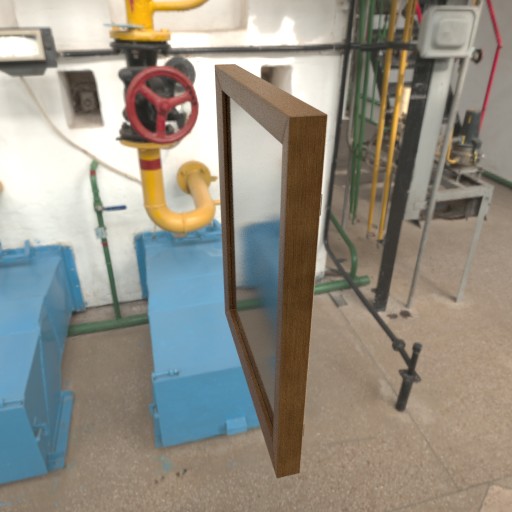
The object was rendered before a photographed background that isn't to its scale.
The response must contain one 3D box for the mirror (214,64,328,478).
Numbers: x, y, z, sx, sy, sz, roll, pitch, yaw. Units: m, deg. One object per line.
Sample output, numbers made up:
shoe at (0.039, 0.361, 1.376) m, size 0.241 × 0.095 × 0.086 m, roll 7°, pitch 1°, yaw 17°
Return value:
mirror at (0.000, 0.000, 0.688) m, size 0.041 × 0.508 × 0.405 m, roll -7°, pitch 30°, yaw -12°
